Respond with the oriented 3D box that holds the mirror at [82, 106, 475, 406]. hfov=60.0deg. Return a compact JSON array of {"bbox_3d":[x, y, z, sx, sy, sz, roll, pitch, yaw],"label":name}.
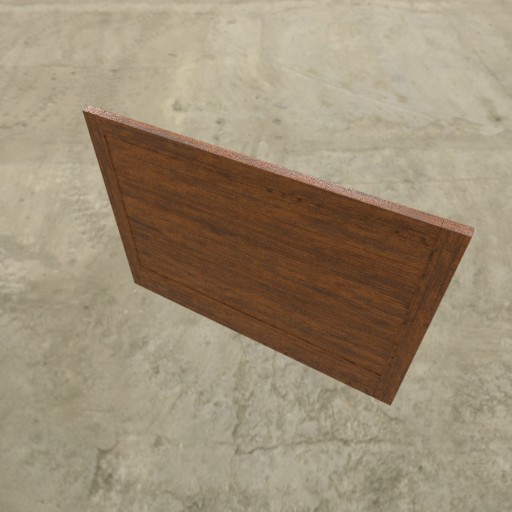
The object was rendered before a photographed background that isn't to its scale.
[{"bbox_3d":[0.000,0.000,0.983,0.758,0.537,0.084,22,50,20],"label":"mirror"}]
